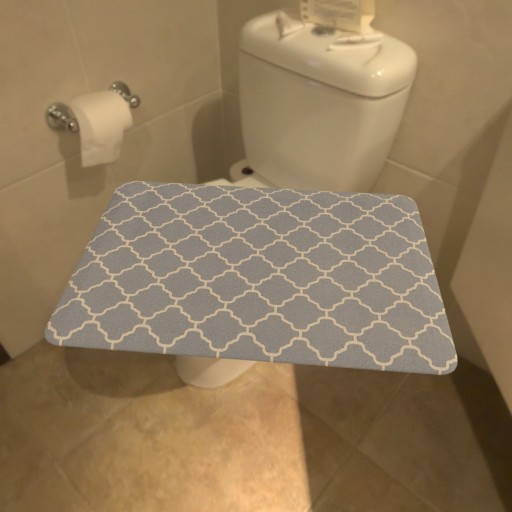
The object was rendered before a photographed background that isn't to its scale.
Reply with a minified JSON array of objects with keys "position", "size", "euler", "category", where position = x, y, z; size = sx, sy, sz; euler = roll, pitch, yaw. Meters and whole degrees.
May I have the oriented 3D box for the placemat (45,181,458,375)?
[{"position":[0.000,0.000,0.964],"size":[0.762,0.021,0.508],"euler":[4,46,3],"category":"placemat"}]
